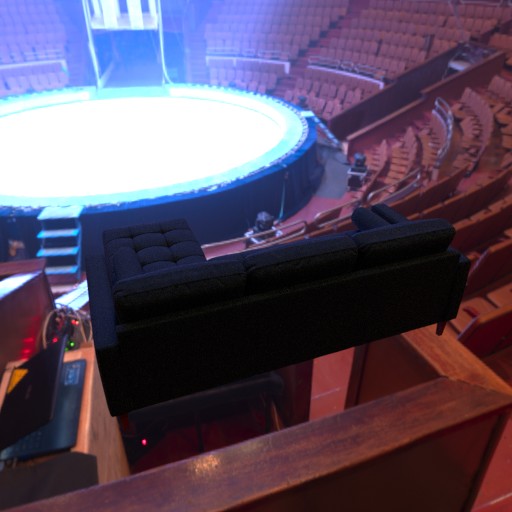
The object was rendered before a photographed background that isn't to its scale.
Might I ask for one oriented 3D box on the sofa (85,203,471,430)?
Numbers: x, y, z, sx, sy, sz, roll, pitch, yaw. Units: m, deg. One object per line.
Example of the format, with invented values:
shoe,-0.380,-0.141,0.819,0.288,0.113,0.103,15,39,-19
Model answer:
sofa,0.000,0.000,3.033,2.185,0.841,1.613,-11,32,-18
